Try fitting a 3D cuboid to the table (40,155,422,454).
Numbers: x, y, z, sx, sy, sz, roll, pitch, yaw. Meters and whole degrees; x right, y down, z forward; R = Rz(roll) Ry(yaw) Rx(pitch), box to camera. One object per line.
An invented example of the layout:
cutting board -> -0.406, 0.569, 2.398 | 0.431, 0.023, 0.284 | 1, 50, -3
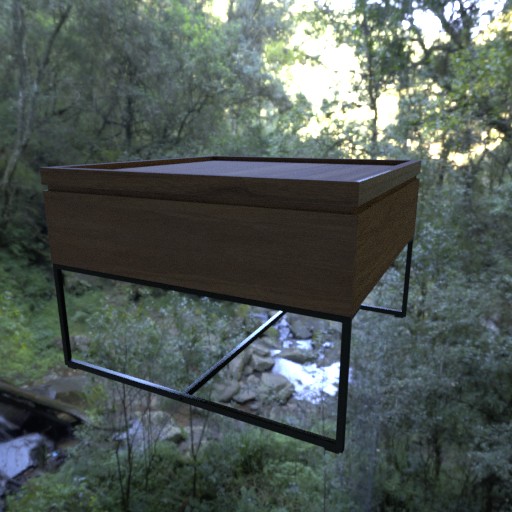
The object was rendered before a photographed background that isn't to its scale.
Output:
table -> 0.000, 0.000, 1.134 | 0.676, 0.464, 0.679 | 8, 17, 26
